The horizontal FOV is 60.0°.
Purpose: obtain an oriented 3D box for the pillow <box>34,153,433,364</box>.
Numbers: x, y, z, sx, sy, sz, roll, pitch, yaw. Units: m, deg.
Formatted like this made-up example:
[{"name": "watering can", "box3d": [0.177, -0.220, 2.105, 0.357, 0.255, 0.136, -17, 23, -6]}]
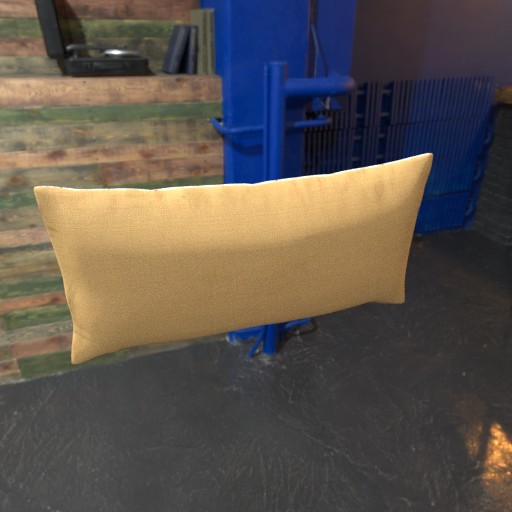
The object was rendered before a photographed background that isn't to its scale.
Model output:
[{"name": "pillow", "box3d": [0.000, 0.000, 0.717, 0.608, 0.291, 0.151, -8, 27, -16]}]
